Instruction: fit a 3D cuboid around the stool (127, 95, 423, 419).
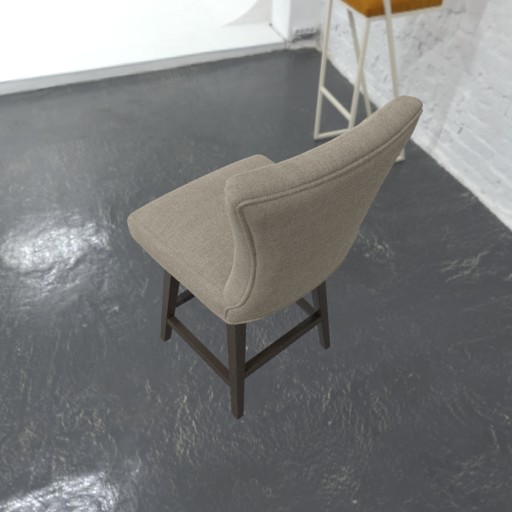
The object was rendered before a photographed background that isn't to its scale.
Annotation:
[{"bbox_3d":[0.000,0.000,1.294,0.514,1.000,0.574,-31,53,-26],"label":"stool"}]
